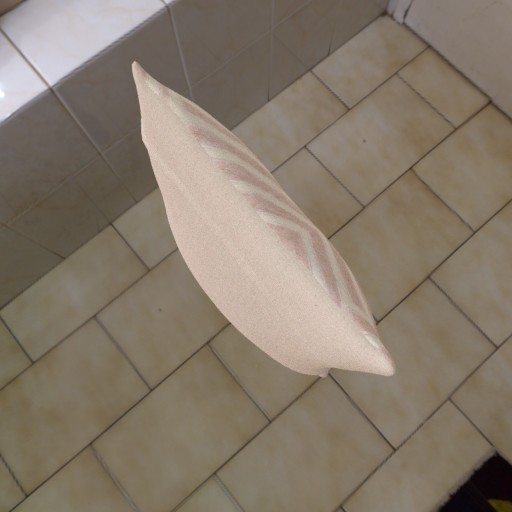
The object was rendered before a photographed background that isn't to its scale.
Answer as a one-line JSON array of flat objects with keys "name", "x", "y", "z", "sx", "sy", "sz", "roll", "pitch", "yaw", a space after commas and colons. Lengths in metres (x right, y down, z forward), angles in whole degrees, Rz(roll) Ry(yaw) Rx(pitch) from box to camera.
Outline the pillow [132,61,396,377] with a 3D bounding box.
[{"name": "pillow", "x": 0.000, "y": 0.000, "z": 0.657, "sx": 0.182, "sy": 0.441, "sz": 0.440, "roll": -37, "pitch": 79, "yaw": -9}]
